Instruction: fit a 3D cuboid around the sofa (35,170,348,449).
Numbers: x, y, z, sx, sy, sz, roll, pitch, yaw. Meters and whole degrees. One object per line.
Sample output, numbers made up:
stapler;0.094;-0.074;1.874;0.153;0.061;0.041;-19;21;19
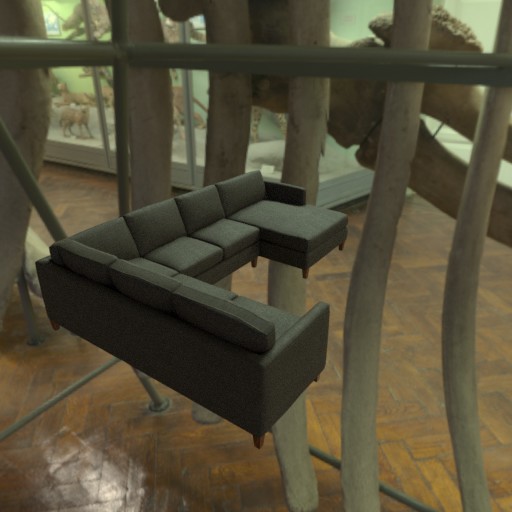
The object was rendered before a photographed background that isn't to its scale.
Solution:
sofa;0.000;0.000;4.744;2.594;0.961;3.460;17;30;31
